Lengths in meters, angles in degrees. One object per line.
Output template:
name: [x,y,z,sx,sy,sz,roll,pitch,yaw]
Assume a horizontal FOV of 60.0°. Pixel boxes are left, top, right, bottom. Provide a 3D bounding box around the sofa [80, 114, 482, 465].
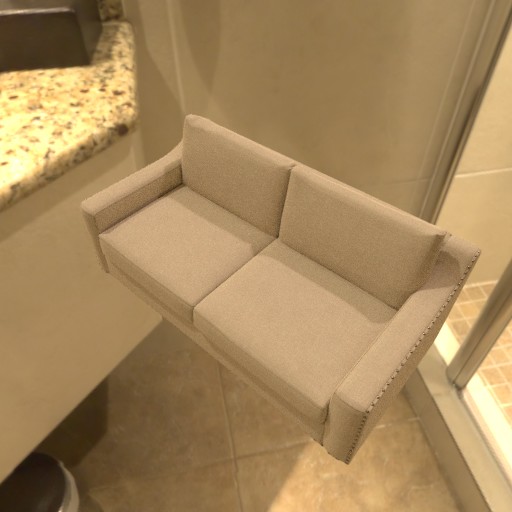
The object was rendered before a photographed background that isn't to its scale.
sofa: [0.000,0.000,2.680,2.107,0.983,1.104,32,53,28]
